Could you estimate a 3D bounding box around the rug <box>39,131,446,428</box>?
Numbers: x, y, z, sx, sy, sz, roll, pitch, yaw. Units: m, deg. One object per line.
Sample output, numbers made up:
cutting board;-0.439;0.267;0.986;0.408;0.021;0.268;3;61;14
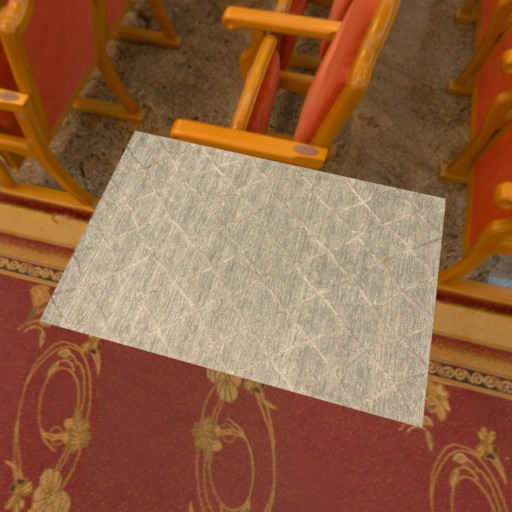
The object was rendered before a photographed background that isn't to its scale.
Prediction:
rug;0.000;0.000;2.852;2.283;0.006;1.521;14;65;7
